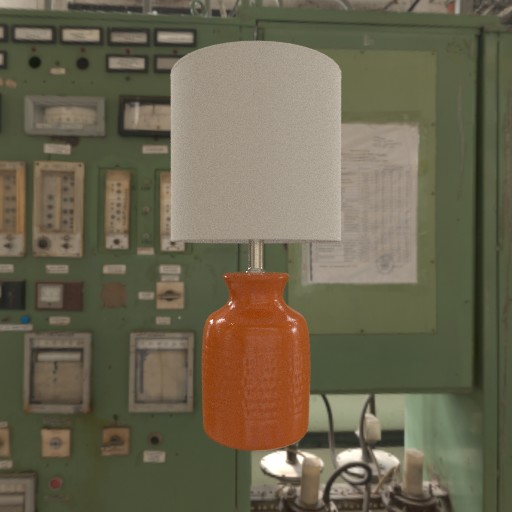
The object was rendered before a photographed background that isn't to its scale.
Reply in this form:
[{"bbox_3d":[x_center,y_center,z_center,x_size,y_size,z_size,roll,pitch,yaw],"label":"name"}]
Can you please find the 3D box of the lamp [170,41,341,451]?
[{"bbox_3d":[0.000,0.000,1.105,0.418,0.871,0.418,0,1,-1],"label":"lamp"}]
